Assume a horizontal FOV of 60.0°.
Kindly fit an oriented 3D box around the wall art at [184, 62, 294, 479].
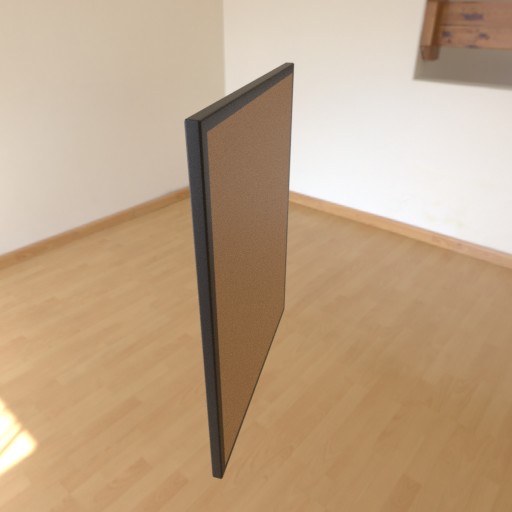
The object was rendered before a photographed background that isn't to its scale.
[{"bbox_3d":[0.000,0.000,0.788,0.018,0.582,0.481,8,31,13],"label":"wall art"}]
